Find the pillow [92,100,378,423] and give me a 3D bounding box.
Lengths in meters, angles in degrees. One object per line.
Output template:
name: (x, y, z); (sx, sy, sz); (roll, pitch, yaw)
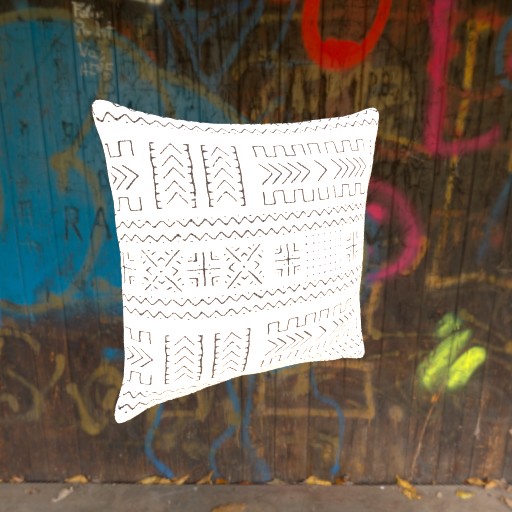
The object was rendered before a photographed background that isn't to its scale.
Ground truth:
pillow: (0.000, 0.000, 0.656); (0.438, 0.430, 0.164); (-8, 16, -27)
